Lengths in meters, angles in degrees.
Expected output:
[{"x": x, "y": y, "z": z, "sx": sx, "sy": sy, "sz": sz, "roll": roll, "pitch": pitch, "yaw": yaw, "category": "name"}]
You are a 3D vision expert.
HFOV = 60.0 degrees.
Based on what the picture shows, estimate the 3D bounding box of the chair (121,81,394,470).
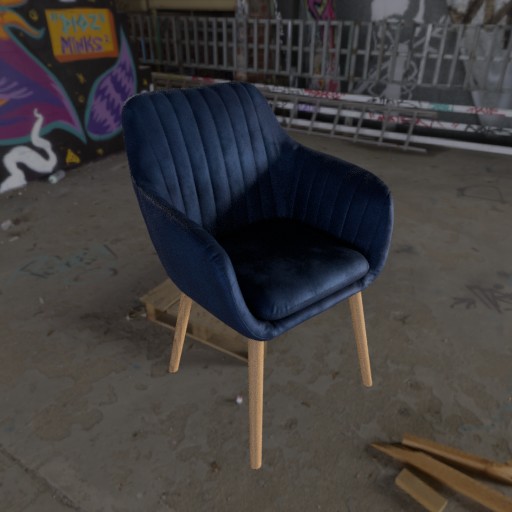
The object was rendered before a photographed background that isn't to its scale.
[{"x": 0.000, "y": 0.000, "z": 1.227, "sx": 0.578, "sy": 0.826, "sz": 0.573, "roll": -22, "pitch": 36, "yaw": -33, "category": "chair"}]
